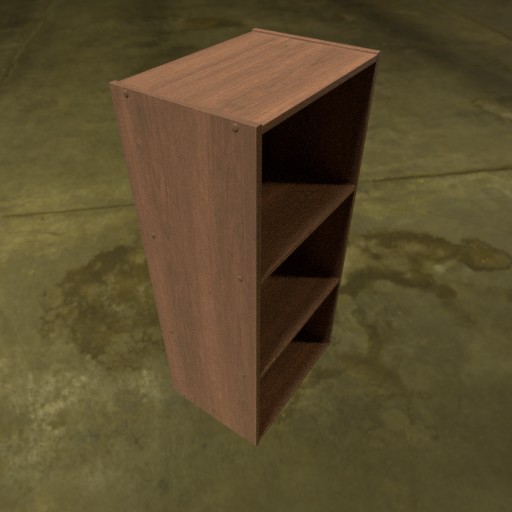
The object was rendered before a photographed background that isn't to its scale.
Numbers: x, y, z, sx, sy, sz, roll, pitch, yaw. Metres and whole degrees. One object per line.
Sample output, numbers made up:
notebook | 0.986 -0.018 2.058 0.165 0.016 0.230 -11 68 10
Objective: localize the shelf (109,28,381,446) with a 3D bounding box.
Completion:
shelf | 0.000 0.000 1.062 0.290 0.879 0.414 25 46 26
